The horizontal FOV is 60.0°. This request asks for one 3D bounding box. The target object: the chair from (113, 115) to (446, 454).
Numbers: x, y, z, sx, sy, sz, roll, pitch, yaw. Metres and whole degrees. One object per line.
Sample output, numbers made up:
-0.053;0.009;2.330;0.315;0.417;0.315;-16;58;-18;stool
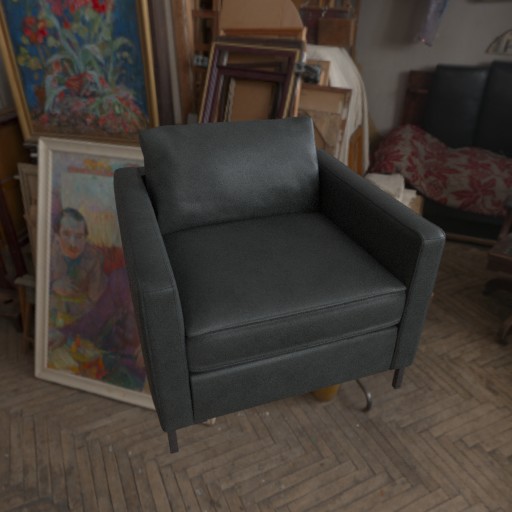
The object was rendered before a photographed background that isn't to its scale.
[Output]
0.000;0.000;1.532;0.967;0.824;0.861;-10;33;-16;chair
